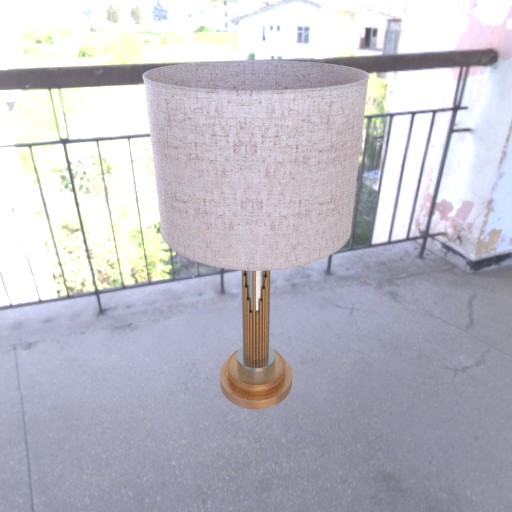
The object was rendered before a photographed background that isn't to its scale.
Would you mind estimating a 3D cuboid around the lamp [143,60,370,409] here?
[{"bbox_3d":[0.000,0.000,0.791,0.321,0.610,0.321,-8,30,-14],"label":"lamp"}]
